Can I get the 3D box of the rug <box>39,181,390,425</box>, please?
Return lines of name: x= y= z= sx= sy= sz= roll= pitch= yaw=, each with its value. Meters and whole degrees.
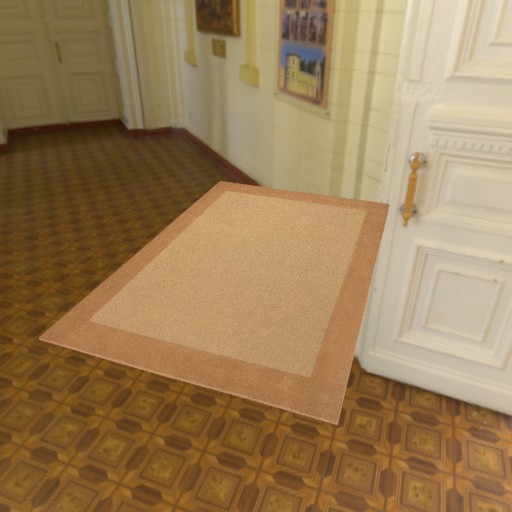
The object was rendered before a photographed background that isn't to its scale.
rug: x=0.000 y=0.000 z=2.355 sx=1.219 sy=0.014 sz=1.829 roll=10 pitch=32 yaw=17
